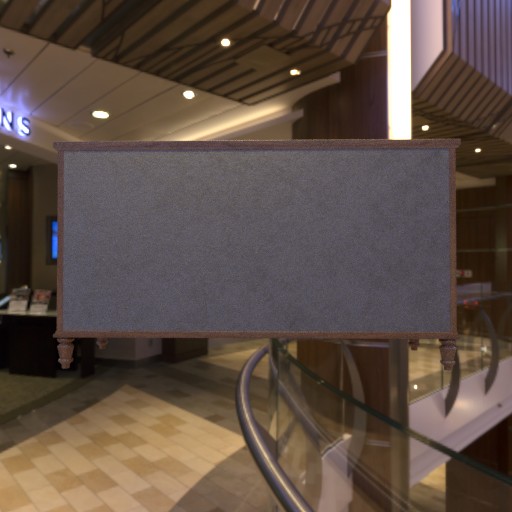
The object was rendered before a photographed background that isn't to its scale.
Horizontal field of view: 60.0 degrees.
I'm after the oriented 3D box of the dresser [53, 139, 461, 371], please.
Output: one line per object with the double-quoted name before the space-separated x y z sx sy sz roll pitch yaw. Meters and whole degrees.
"dresser" 0.000 0.000 1.948 1.583 0.892 0.468 0 -1 1
